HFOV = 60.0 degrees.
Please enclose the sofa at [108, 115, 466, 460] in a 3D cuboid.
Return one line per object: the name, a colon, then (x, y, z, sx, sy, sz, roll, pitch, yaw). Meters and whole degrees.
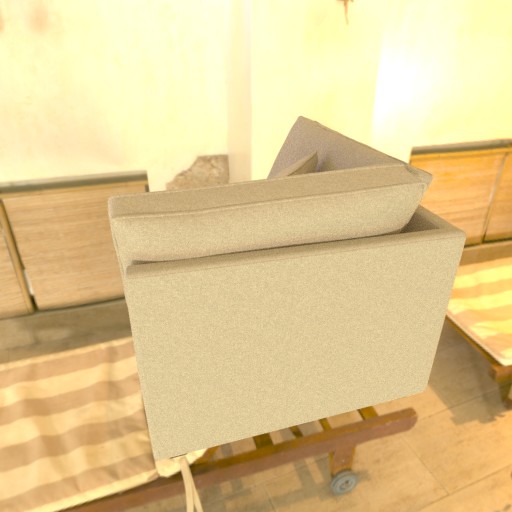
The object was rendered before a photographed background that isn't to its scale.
sofa: (0.000, 0.000, 1.793, 1.042, 0.937, 1.050, -9, 31, -15)
